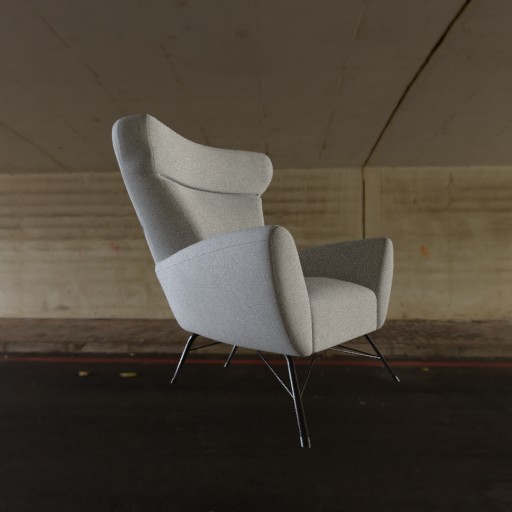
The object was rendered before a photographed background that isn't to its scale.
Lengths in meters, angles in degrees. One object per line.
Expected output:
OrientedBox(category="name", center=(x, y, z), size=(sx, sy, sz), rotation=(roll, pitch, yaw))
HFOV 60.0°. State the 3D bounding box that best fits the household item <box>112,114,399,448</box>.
OrientedBox(category="household item", center=(0.000, 0.000, 1.787), size=(0.900, 1.050, 0.980), rotation=(0, 0, 35))
